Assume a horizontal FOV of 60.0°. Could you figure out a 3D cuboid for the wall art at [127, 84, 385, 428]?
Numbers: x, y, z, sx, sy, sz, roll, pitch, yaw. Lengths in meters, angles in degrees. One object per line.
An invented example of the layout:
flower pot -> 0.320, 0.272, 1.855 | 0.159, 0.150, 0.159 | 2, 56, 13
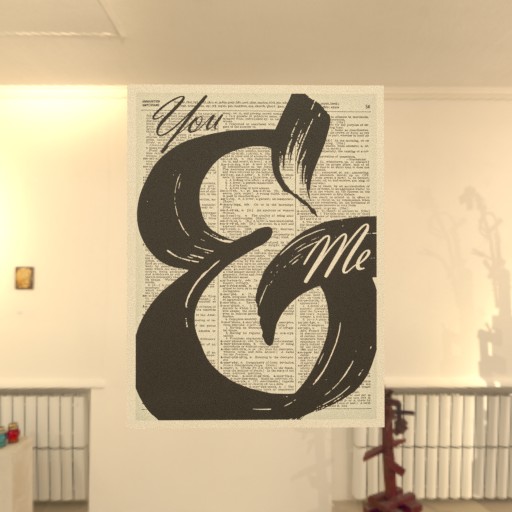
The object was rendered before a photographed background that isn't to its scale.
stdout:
wall art -> 0.000, 0.000, 0.789 | 0.457, 0.609, 0.003 | 0, 0, -1
